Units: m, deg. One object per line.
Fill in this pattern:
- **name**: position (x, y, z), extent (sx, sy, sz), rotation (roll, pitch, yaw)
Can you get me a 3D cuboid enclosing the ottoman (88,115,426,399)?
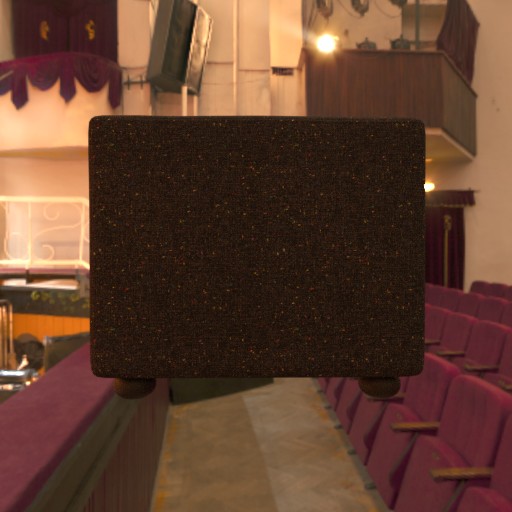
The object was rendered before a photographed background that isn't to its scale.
- **ottoman**: position (0.000, 0.000, 0.882), extent (0.508, 0.432, 0.508), rotation (0, 1, -1)
